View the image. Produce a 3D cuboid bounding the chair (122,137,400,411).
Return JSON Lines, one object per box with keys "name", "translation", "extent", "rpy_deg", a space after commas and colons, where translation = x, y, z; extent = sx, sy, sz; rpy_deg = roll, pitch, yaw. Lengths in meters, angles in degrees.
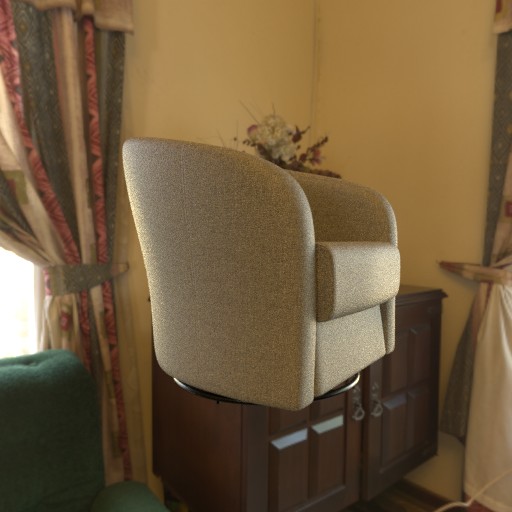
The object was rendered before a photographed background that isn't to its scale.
{"name": "chair", "translation": [0.000, 0.000, 1.453], "extent": [0.815, 0.771, 0.791], "rpy_deg": [1, 3, 35]}
